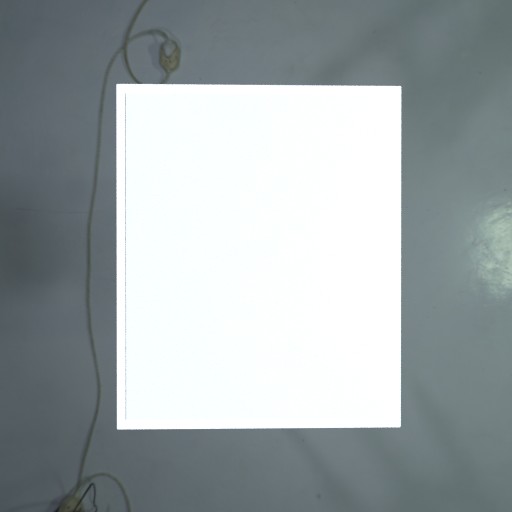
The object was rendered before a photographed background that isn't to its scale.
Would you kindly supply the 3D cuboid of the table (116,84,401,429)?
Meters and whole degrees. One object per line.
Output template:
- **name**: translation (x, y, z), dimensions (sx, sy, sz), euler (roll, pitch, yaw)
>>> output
- **table**: translation (0.000, 0.000, 0.843), dimensions (0.381, 0.531, 0.460), euler (0, 90, -1)
